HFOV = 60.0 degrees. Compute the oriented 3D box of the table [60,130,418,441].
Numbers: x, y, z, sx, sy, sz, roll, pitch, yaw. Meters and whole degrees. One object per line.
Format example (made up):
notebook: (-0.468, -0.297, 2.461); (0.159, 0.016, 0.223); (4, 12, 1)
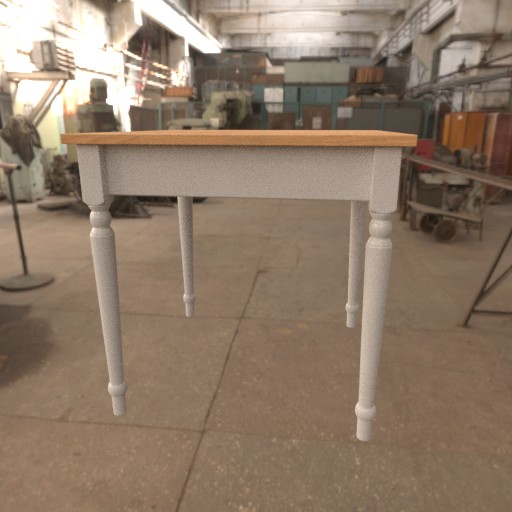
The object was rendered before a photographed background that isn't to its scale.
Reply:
table: (0.000, 0.000, 1.366); (0.747, 0.738, 0.747); (3, 17, 9)
